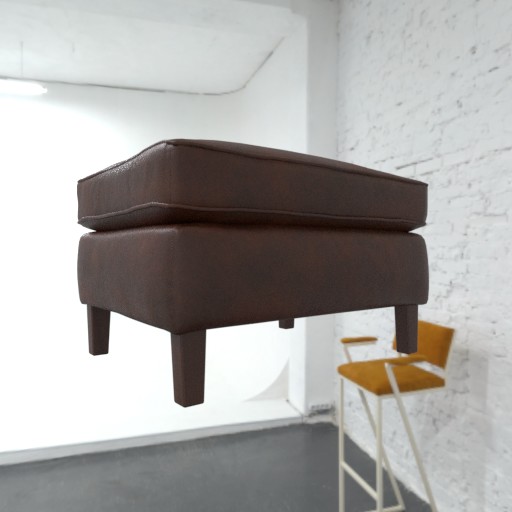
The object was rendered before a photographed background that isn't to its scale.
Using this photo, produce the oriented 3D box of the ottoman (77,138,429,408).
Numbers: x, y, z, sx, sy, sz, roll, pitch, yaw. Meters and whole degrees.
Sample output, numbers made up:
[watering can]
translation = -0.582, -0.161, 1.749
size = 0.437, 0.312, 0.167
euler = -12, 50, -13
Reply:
[ottoman]
translation = 0.000, 0.000, 0.987
size = 0.665, 0.432, 0.501
euler = 0, 0, -38
